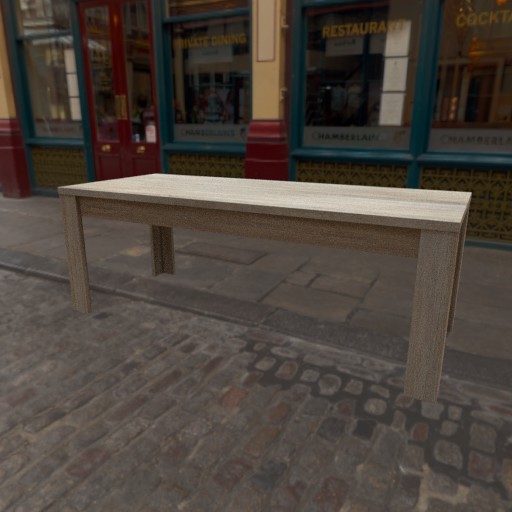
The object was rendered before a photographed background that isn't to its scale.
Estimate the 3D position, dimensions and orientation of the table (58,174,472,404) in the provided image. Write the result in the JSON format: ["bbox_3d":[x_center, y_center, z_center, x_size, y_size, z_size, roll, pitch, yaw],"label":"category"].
[{"bbox_3d":[0.000,0.000,2.647,2.200,0.790,0.900,8,18,26],"label":"table"}]
